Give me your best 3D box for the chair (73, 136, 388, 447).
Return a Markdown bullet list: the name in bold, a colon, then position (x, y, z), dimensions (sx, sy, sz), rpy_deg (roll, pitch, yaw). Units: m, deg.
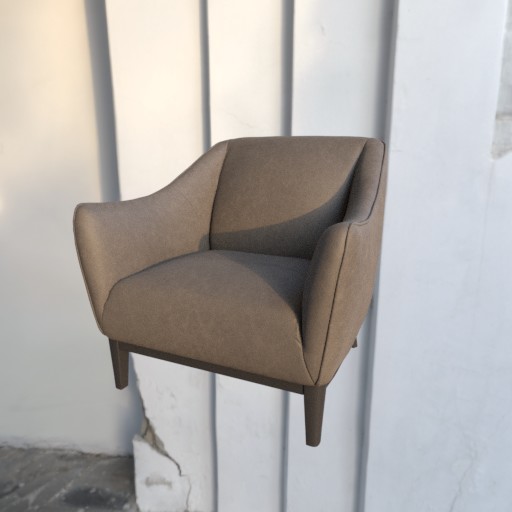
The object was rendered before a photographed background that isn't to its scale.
- **chair**: position (0.000, 0.000, 1.560), dimensions (0.871, 0.830, 0.852), rpy_deg (7, 15, 25)
